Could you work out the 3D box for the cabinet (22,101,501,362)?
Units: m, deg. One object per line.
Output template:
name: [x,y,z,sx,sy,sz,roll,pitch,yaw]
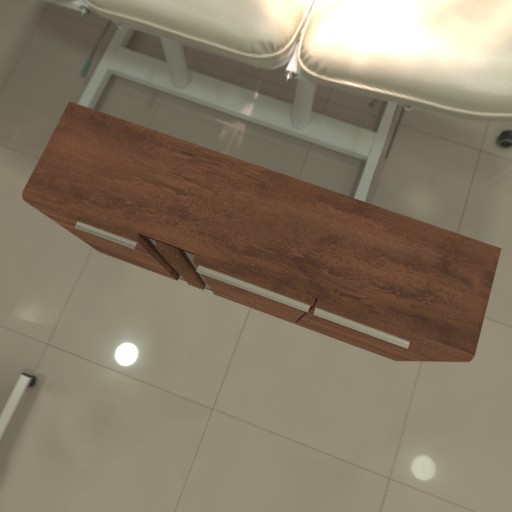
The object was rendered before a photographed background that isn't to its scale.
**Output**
cabinet: [0.000,0.000,1.942,1.600,0.900,0.420,20,78,4]
